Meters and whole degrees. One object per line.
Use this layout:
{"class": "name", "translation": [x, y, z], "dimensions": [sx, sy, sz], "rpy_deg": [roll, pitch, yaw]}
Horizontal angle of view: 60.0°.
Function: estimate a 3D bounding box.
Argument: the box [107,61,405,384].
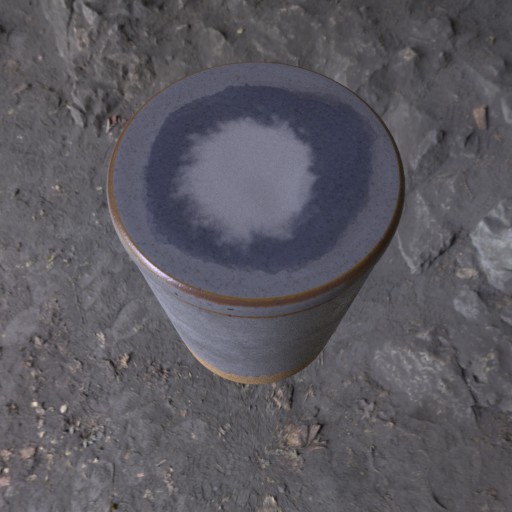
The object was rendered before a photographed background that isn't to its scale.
{"class": "box", "translation": [0.000, 0.000, 0.248], "dimensions": [0.118, 0.168, 0.118], "rpy_deg": [0, 65, 0]}
